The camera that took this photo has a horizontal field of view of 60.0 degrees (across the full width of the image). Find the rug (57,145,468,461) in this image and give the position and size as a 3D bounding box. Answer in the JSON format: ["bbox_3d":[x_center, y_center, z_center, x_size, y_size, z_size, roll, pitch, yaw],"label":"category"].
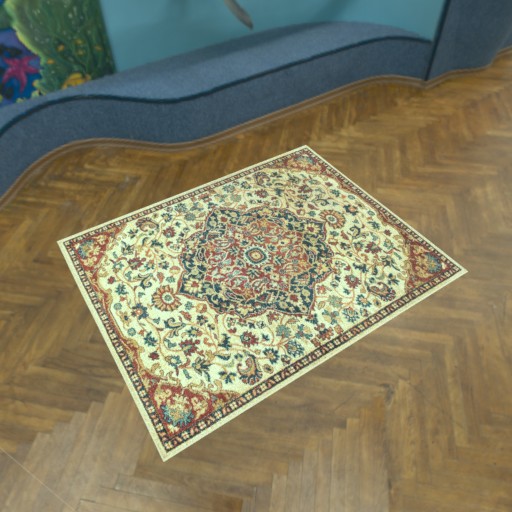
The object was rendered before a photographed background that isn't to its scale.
[{"bbox_3d":[0.000,0.000,4.211,3.067,0.005,2.454,-26,52,-22],"label":"rug"}]
